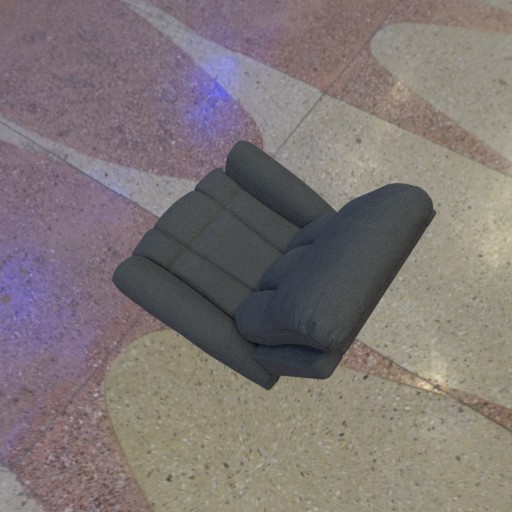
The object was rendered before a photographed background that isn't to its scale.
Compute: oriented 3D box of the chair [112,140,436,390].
[{"bbox_3d":[0.000,0.000,1.787,0.979,1.031,0.871,33,68,15],"label":"chair"}]
